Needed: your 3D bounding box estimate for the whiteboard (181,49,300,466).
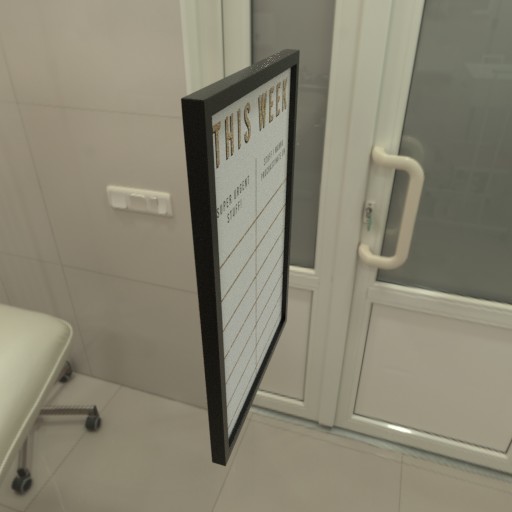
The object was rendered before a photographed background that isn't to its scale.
[{"bbox_3d":[0.000,0.000,0.770,0.026,0.611,0.406,10,33,16],"label":"whiteboard"}]
